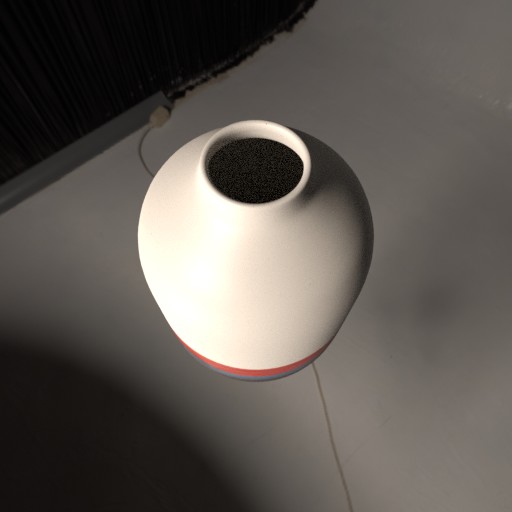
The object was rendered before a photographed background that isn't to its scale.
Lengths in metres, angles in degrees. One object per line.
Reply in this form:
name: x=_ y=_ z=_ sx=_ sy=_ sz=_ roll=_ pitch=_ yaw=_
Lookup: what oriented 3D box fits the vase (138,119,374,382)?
vase: x=0.000 y=0.000 z=0.354 sx=0.169 sy=0.237 sz=0.169 roll=0 pitch=63 yaw=0
